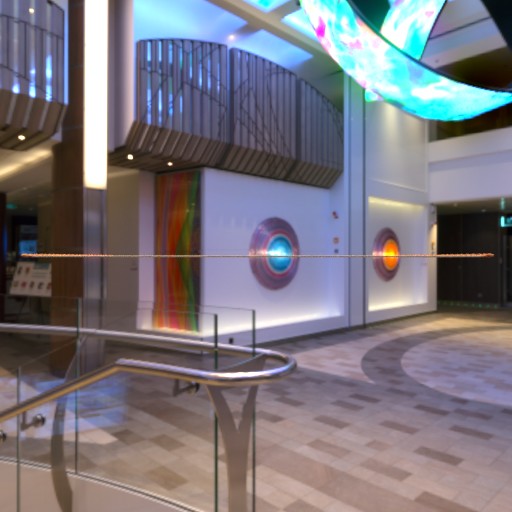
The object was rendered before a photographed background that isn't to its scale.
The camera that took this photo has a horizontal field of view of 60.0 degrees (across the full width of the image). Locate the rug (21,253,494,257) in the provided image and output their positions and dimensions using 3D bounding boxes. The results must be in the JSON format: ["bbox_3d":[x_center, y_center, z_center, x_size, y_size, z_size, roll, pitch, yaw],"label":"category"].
[{"bbox_3d":[0.000,0.000,2.542,2.092,0.017,1.232,0,0,0],"label":"rug"}]
